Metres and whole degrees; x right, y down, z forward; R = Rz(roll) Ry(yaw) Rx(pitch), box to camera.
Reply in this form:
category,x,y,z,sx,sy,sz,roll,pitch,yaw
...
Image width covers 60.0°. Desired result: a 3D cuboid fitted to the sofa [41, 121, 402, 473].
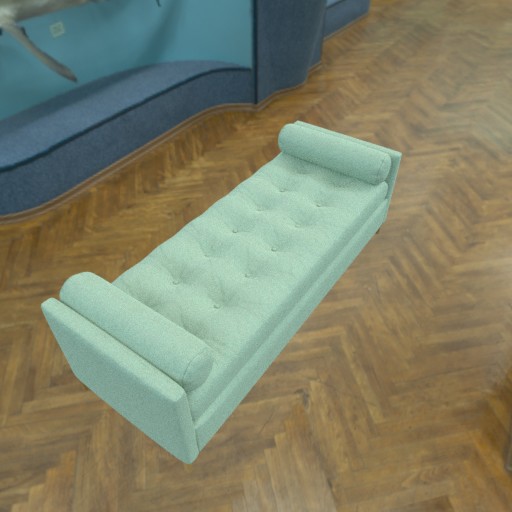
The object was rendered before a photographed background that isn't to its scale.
category,x,y,z,sx,sy,sz,roll,pitch,yaw
sofa,0.000,0.000,2.513,0.796,0.705,2.102,26,49,25
